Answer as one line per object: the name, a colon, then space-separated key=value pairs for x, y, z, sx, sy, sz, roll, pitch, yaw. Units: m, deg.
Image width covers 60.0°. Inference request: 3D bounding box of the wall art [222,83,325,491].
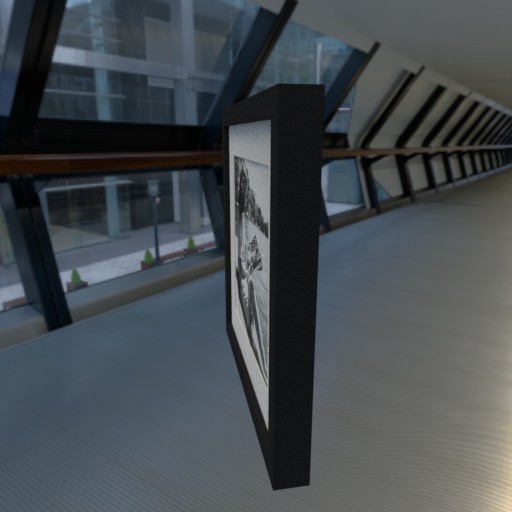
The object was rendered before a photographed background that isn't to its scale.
wall art: x=0.000 y=0.000 z=0.463 sx=0.030 sy=0.305 sz=0.308 roll=-3 pitch=15 yaw=-10
